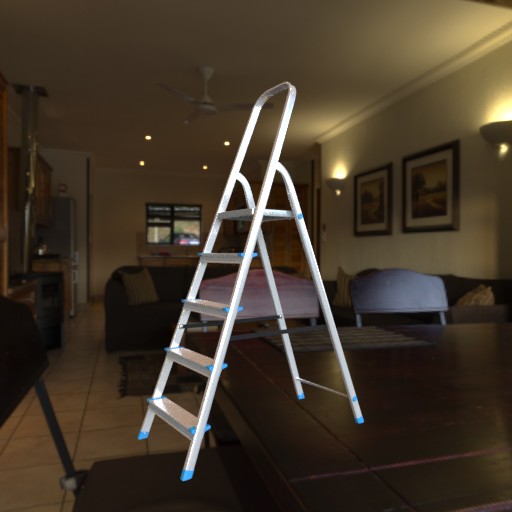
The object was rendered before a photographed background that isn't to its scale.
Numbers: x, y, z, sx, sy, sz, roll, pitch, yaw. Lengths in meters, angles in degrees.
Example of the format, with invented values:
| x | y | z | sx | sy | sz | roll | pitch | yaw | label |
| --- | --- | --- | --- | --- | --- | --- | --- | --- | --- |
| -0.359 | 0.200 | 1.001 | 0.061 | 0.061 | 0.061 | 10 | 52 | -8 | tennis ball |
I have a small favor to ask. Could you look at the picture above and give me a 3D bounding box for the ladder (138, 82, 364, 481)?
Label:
| x | y | z | sx | sy | sz | roll | pitch | yaw | label |
| --- | --- | --- | --- | --- | --- | --- | --- | --- | --- |
| 0.000 | 0.000 | 2.097 | 0.990 | 1.648 | 0.468 | 0 | 0 | -35 | ladder |
